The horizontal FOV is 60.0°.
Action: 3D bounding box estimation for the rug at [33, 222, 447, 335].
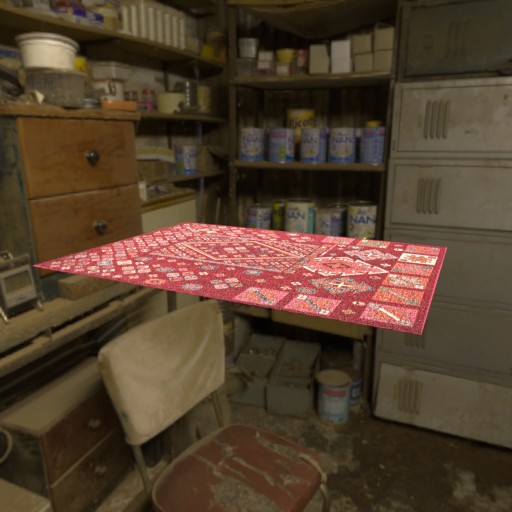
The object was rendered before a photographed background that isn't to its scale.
[{"bbox_3d":[0.000,0.000,2.857,2.184,0.007,1.579,7,16,25],"label":"rug"}]
